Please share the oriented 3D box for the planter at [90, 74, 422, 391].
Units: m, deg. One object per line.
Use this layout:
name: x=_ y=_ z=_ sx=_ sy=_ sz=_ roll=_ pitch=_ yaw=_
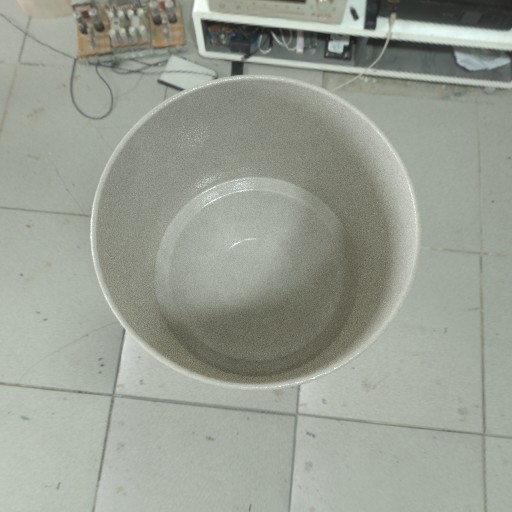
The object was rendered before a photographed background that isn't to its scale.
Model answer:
planter: x=0.000 y=0.000 z=0.450 sx=0.250 sy=0.239 sz=0.250 roll=0 pitch=76 yaw=0
